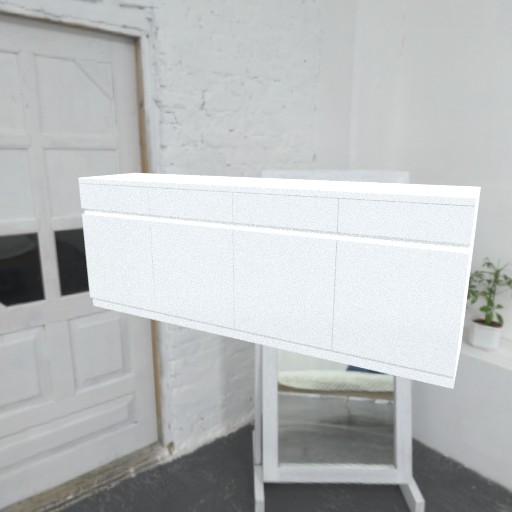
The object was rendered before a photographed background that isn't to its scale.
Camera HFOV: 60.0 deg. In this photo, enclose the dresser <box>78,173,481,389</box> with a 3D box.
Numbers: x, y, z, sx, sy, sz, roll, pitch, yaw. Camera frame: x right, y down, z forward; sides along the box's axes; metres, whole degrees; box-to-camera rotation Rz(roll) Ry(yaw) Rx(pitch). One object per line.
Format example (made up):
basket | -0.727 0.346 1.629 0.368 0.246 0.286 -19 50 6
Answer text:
dresser | 0.000 0.000 2.537 2.200 0.840 0.500 7 16 27
